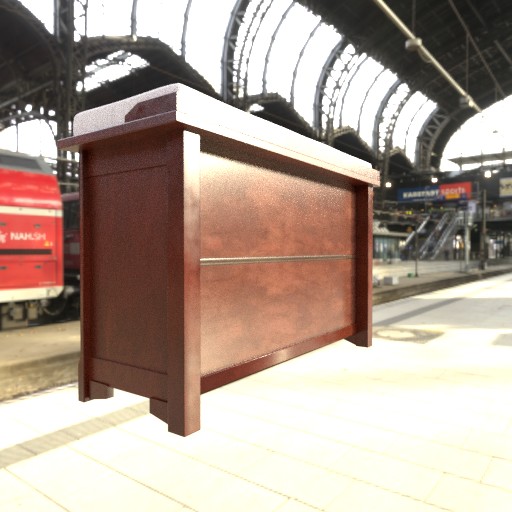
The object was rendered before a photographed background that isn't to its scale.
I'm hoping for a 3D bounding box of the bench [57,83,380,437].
[{"bbox_3d":[0.000,0.000,1.274,0.369,0.646,0.987,1,1,36],"label":"bench"}]
